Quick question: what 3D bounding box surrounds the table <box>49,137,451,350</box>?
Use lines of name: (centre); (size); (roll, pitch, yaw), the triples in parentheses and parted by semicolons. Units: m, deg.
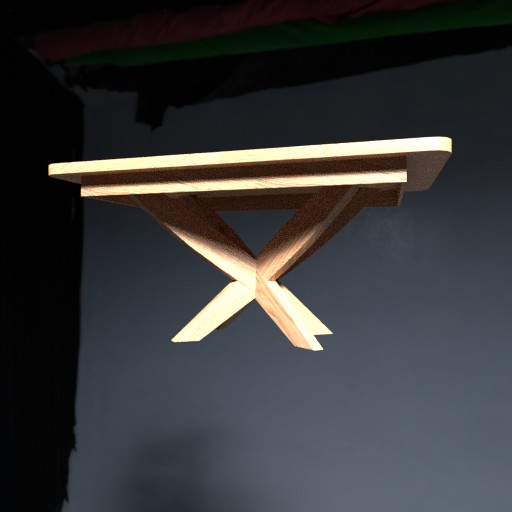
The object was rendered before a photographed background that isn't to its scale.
table: (0.000, 0.000, 2.094); (1.600, 0.770, 0.950); (0, 0, 16)
